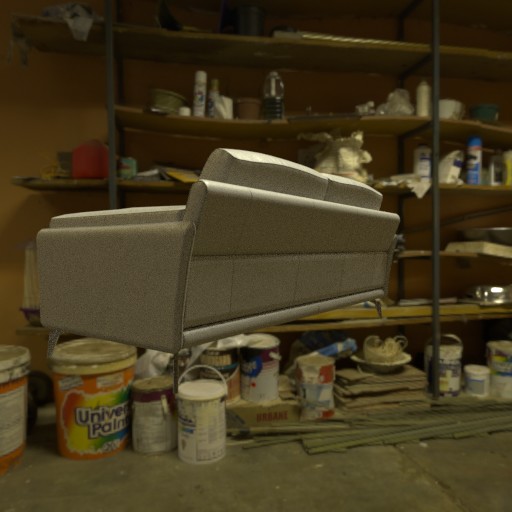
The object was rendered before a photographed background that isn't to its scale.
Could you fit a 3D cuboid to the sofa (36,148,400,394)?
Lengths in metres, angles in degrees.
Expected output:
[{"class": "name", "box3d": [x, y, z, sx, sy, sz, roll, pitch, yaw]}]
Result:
[{"class": "sofa", "box3d": [0.000, 0.000, 2.604, 1.049, 0.930, 2.101, 1, 1, 36]}]
